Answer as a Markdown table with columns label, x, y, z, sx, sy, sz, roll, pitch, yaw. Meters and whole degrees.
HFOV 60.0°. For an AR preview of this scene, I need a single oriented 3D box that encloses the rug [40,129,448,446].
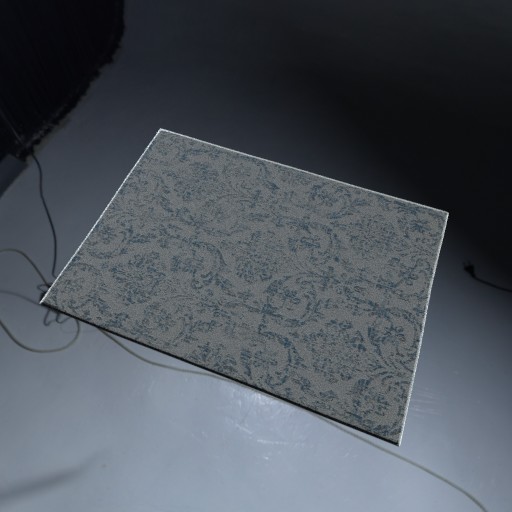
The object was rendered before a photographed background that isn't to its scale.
| label | x | y | z | sx | sy | sz | roll | pitch | yaw |
| --- | --- | --- | --- | --- | --- | --- | --- | --- | --- |
| rug | 0.000 | 0.000 | 2.847 | 2.197 | 0.014 | 1.586 | 19 | 61 | 11 |
